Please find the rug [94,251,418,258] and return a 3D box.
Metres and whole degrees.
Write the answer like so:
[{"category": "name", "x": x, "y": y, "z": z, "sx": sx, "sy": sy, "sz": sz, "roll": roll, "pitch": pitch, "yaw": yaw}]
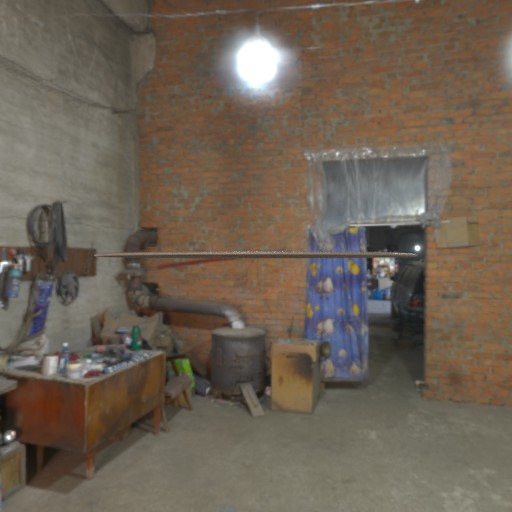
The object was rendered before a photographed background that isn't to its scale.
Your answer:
[{"category": "rug", "x": 0.000, "y": 0.000, "z": 2.322, "sx": 1.593, "sy": 0.012, "sz": 1.593, "roll": 0, "pitch": -1, "yaw": 0}]
